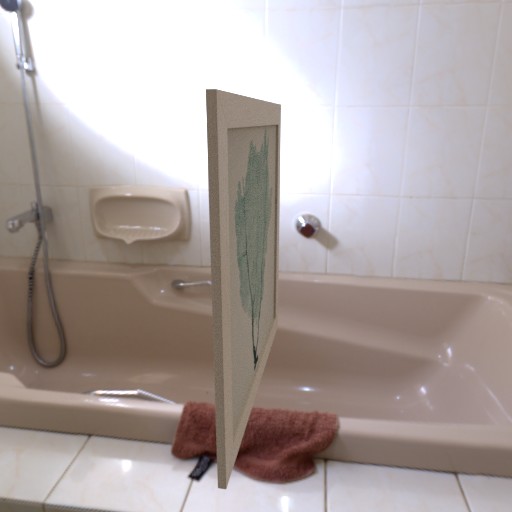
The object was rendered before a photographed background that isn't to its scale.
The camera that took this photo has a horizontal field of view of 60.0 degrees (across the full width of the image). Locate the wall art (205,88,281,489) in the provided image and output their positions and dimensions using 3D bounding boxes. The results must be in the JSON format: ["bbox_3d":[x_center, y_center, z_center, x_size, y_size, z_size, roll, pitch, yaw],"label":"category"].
[{"bbox_3d":[0.000,0.000,0.865,0.015,0.577,0.572,3,17,10],"label":"wall art"}]
